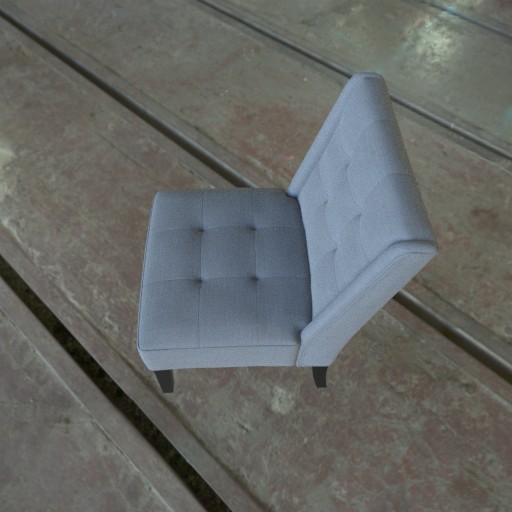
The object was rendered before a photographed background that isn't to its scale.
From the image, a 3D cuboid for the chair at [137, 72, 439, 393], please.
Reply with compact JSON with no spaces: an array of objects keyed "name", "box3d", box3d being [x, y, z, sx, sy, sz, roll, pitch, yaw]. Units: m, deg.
[{"name":"chair","box3d":[0.000,0.000,1.314,0.676,0.853,0.569,-2,57,-1]}]
